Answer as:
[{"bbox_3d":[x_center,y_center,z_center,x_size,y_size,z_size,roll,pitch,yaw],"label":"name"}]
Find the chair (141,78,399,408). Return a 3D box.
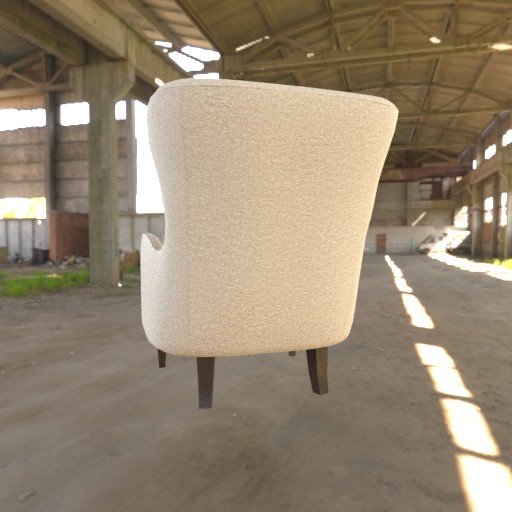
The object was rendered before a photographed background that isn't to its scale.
[{"bbox_3d":[0.000,0.000,1.752,0.861,1.064,0.984,-1,3,-18],"label":"chair"}]
